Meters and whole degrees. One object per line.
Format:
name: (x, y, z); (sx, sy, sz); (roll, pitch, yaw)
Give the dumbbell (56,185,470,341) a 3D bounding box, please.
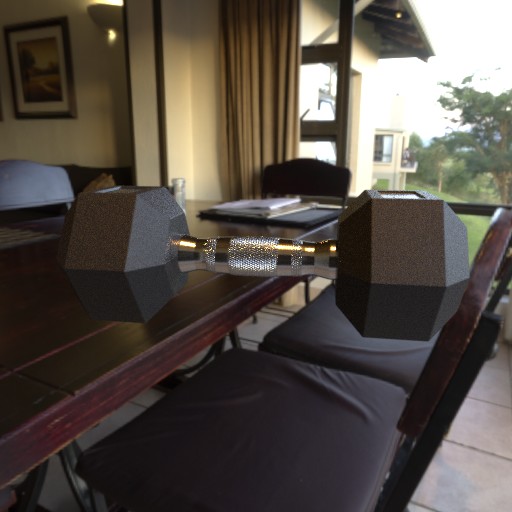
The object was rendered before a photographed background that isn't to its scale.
dumbbell: (0.000, 0.000, 0.319); (0.272, 0.092, 0.106); (2, 15, 9)
